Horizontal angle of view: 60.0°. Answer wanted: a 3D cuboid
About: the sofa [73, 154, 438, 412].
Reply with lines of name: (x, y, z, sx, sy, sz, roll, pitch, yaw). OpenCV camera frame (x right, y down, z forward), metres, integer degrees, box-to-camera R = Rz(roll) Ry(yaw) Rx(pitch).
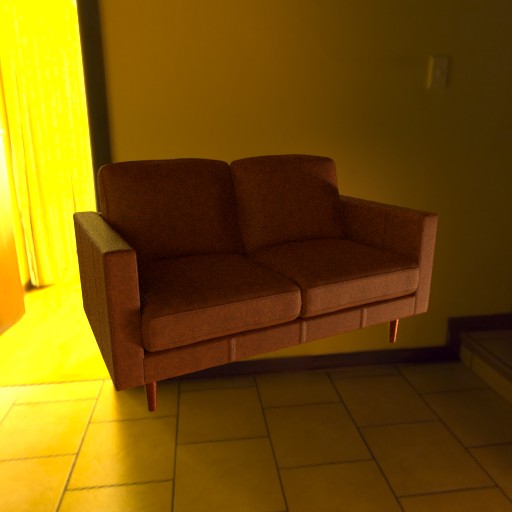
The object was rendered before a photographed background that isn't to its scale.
sofa: (0.000, 0.000, 2.214, 1.578, 0.951, 0.909, -8, 18, -27)
